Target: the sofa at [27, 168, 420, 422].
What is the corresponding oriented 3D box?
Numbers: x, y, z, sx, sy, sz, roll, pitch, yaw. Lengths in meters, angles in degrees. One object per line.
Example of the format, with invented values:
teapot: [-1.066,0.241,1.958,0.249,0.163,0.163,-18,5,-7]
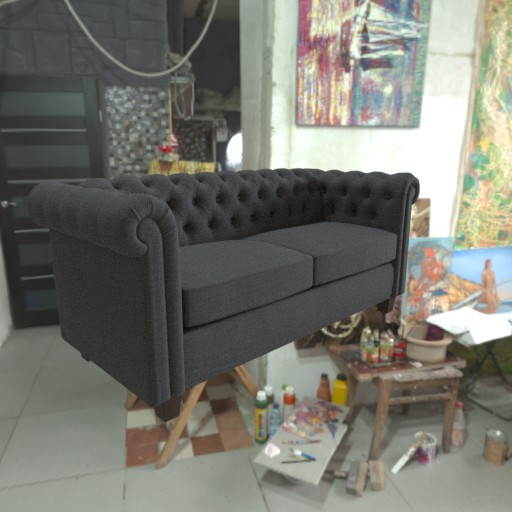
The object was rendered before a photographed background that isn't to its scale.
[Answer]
sofa: [0.000,0.000,2.171,1.798,0.797,0.783,-13,19,-42]
